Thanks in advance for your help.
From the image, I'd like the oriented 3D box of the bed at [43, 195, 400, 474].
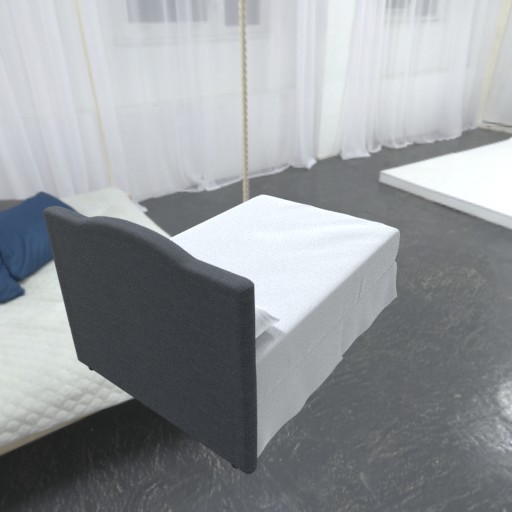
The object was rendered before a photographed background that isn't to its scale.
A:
[{"bbox_3d":[0.000,0.000,3.651,1.747,1.441,2.507,19,34,32],"label":"bed"}]
